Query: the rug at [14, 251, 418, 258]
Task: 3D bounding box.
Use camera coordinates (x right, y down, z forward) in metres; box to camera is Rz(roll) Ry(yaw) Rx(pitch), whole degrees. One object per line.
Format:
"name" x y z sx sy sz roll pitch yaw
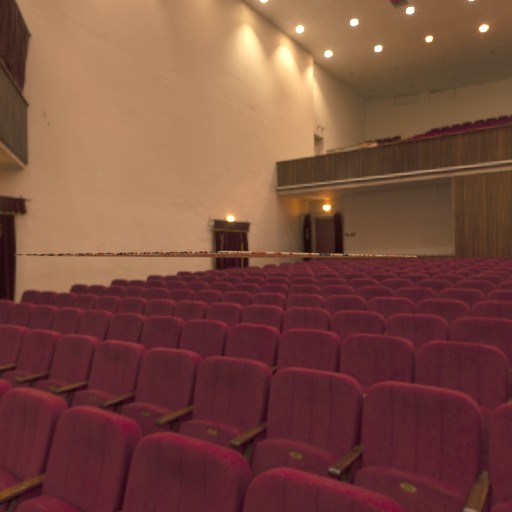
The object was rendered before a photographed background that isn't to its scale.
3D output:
"rug" 0.000 0.000 3.112 1.523 0.010 2.584 0 -1 36
